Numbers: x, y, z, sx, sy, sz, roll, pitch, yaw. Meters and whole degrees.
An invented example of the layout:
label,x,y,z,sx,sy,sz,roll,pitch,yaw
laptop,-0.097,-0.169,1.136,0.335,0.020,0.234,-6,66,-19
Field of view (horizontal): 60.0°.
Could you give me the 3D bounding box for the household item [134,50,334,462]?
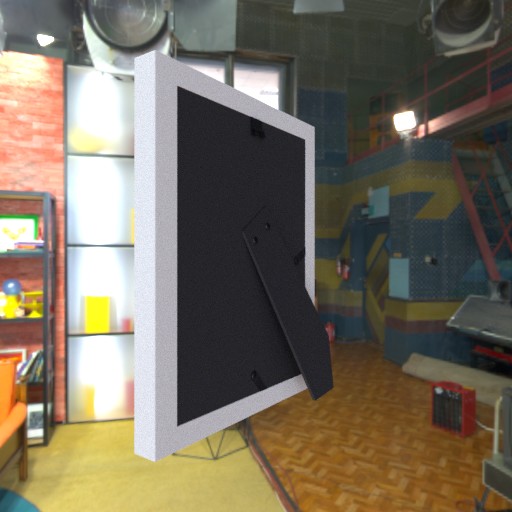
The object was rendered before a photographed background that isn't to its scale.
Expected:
label,x,y,z,sx,sy,sz,roll,pitch,yaw
household item,0.000,0.000,0.347,0.045,0.250,0.200,0,0,36
